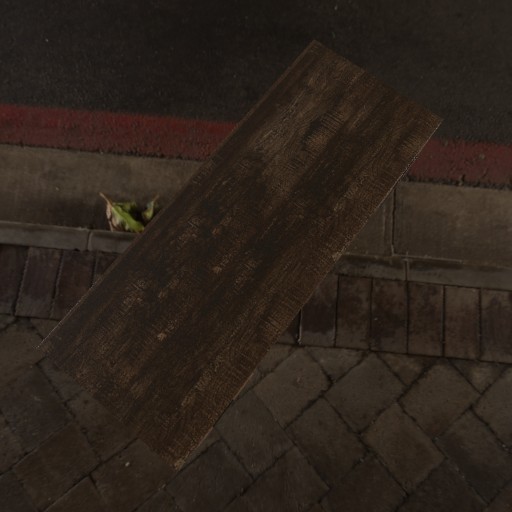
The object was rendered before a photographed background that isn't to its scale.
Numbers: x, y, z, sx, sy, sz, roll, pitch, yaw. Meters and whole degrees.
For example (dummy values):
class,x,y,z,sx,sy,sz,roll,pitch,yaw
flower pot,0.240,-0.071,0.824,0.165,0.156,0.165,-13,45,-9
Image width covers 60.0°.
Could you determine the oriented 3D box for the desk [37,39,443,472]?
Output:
class,x,y,z,sx,sy,sz,roll,pitch,yaw
desk,0.000,0.000,1.908,0.599,0.762,1.524,37,77,10
